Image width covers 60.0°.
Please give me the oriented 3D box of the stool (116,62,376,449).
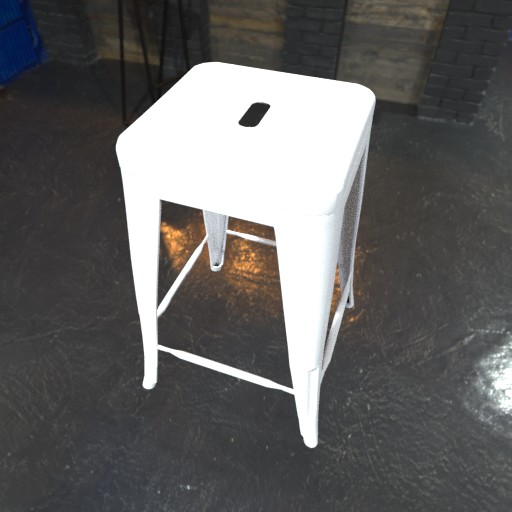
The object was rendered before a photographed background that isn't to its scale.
[{"bbox_3d":[0.000,0.000,0.864,0.406,0.610,0.406,15,48,14],"label":"stool"}]
